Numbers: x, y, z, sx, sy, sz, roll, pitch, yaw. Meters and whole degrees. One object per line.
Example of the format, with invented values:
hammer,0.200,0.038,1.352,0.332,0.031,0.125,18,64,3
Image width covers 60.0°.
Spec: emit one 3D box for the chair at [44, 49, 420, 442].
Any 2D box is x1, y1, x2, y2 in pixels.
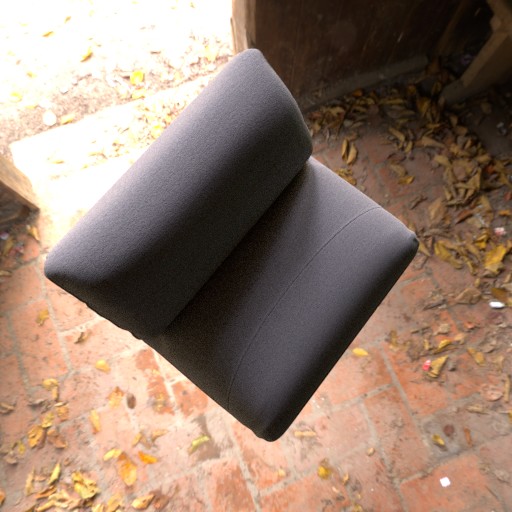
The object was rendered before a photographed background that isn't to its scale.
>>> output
chair,0.000,0.000,1.329,0.780,0.580,0.820,38,79,9
